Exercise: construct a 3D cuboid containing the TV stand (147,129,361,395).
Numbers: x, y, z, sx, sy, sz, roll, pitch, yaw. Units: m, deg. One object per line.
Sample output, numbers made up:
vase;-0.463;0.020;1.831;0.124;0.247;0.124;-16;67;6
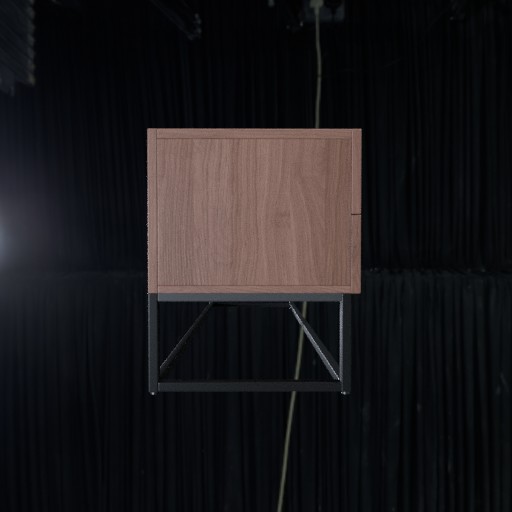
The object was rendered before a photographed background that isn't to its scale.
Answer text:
TV stand;0.000;0.000;1.432;0.415;0.500;1.200;0;1;0
